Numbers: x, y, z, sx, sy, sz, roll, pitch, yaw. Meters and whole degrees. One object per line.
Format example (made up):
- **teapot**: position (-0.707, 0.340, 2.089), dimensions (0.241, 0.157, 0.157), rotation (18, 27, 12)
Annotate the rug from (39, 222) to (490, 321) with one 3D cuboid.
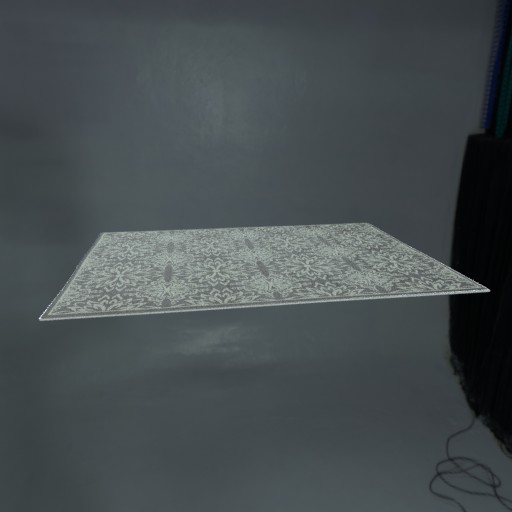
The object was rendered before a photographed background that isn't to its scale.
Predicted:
- **rug**: position (0.000, 0.000, 2.893), dimensions (2.213, 0.014, 1.608), rotation (-3, 17, -9)
